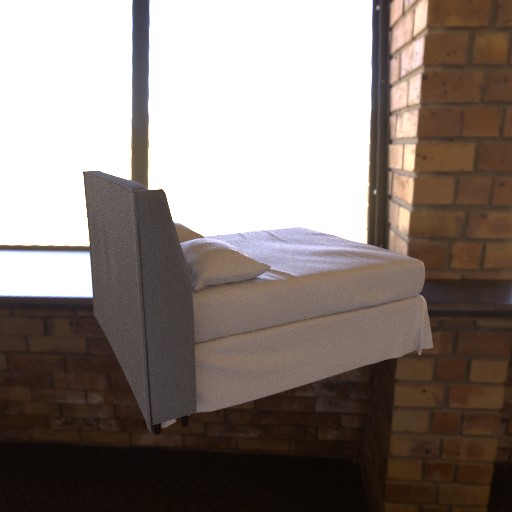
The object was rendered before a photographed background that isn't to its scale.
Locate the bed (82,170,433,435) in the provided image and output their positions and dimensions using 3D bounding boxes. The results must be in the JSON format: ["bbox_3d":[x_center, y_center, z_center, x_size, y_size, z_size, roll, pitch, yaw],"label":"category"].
[{"bbox_3d":[0.000,0.000,3.504,2.276,1.332,1.925,-7,16,-27],"label":"bed"}]
